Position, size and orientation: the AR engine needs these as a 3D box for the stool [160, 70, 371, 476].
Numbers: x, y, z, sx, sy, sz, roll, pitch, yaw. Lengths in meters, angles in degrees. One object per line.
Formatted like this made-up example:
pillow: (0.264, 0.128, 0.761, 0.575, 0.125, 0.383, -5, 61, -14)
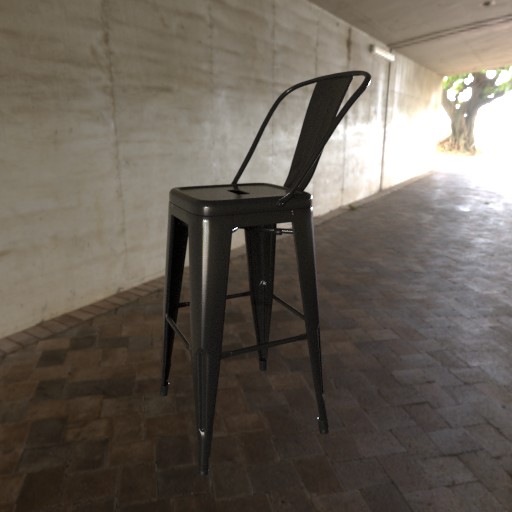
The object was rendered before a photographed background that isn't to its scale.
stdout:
stool: (0.000, 0.000, 1.298, 0.528, 1.022, 0.432, -8, 18, -25)
